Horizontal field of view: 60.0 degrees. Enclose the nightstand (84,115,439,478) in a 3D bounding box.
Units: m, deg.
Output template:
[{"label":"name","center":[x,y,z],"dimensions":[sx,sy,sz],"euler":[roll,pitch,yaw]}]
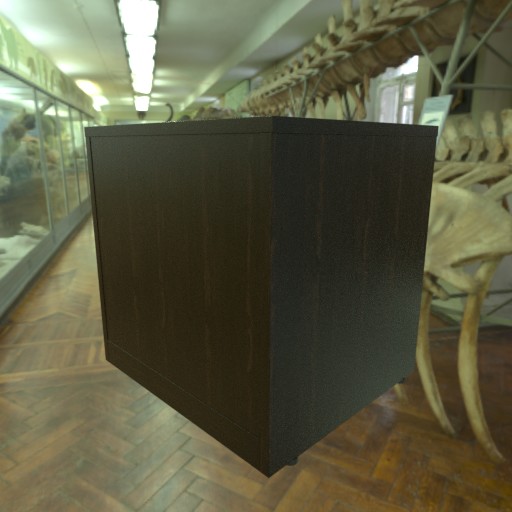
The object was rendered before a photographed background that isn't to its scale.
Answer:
[{"label":"nightstand","center":[0.000,0.000,0.868],"dimensions":[0.427,0.487,0.489],"euler":[-14,20,-43]}]
